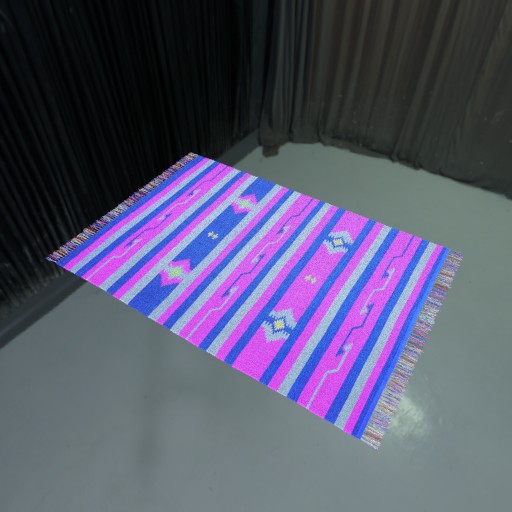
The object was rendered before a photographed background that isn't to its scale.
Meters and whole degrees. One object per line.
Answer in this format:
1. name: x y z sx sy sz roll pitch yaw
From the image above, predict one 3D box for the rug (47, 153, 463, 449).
1. rug: 0.000 0.000 2.946 2.350 0.013 1.539 24 50 22
